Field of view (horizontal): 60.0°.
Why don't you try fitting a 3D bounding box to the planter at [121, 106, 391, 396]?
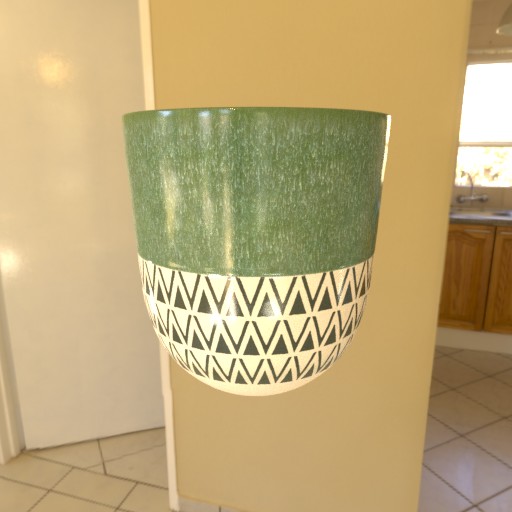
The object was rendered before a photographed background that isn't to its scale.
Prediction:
[{"bbox_3d":[0.000,0.000,0.359,0.195,0.214,0.195,0,14,0],"label":"planter"}]
